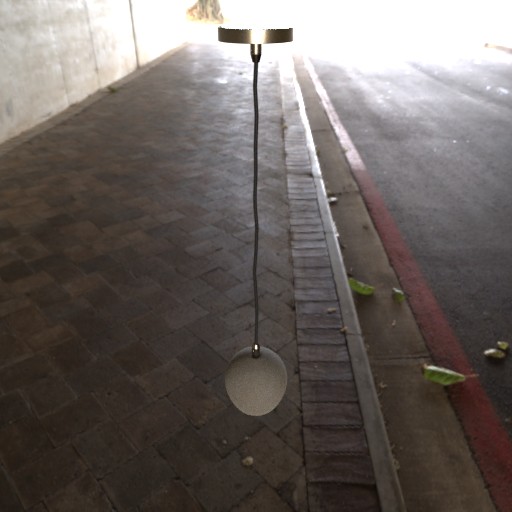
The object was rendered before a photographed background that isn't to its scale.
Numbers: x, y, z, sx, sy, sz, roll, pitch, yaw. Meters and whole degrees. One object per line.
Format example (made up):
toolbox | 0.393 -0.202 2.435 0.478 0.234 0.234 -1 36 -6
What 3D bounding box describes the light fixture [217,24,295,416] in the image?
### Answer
light fixture | 0.000 0.000 0.829 0.139 0.764 0.139 19 36 29
